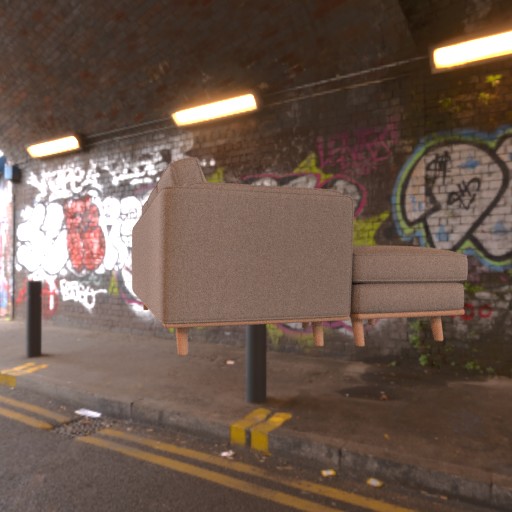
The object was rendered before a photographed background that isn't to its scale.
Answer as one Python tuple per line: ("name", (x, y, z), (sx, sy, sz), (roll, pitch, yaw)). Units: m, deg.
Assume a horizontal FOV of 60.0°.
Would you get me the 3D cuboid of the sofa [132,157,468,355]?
("sofa", (0.000, 0.000, 3.166), (1.604, 0.929, 2.411), (0, -1, -19))
